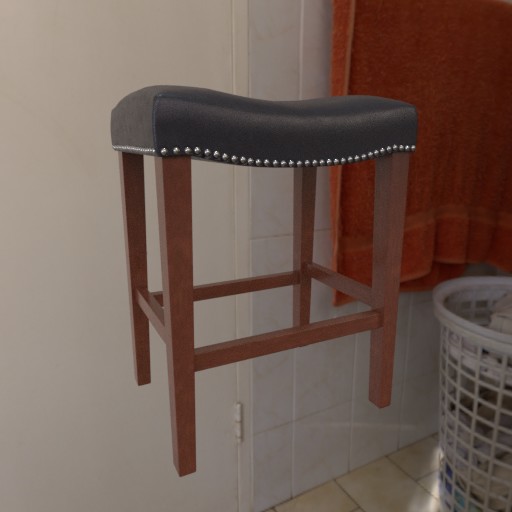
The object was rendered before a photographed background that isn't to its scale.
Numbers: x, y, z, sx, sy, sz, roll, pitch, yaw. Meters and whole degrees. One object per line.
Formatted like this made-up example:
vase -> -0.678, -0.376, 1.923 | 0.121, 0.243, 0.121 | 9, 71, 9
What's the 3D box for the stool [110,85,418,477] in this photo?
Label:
stool -> 0.000, 0.000, 0.943 | 0.504, 0.654, 0.372 | -7, 17, -26
